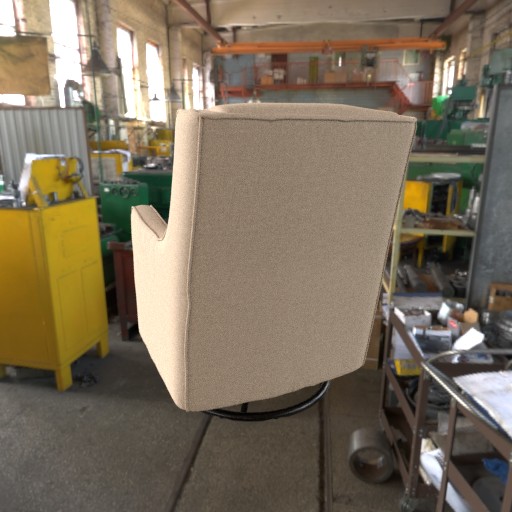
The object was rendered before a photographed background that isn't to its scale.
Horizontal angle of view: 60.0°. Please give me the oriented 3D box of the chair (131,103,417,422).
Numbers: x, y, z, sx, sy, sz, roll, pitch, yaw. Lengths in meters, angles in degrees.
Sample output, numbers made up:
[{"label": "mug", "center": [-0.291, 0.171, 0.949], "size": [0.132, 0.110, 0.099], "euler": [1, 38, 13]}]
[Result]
[{"label": "chair", "center": [0.000, 0.000, 1.586], "size": [0.732, 0.993, 0.879], "euler": [-7, 16, -24]}]
